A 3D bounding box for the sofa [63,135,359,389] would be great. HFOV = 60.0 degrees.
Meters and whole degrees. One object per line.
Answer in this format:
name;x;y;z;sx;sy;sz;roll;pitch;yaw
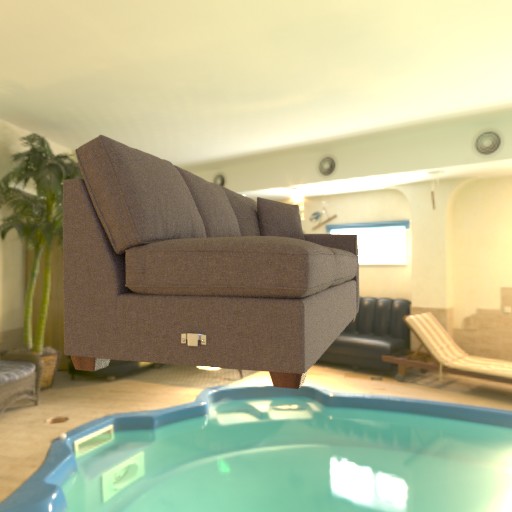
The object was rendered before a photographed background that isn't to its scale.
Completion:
sofa;0.000;0.000;2.543;1.034;0.946;1.963;0;-1;18
